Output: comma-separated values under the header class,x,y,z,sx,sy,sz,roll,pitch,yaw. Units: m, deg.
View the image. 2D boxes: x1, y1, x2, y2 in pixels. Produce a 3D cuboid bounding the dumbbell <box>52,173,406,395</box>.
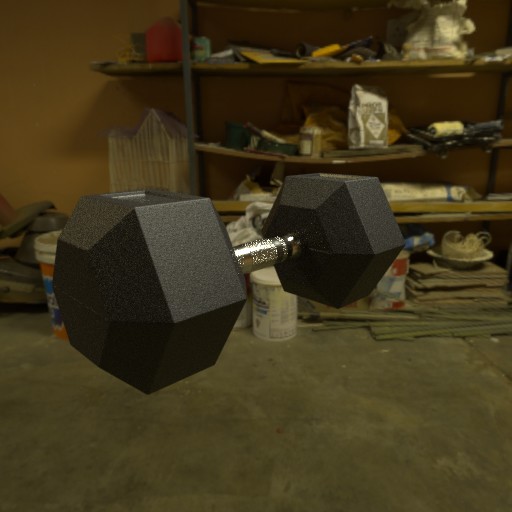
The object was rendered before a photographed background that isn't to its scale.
class,x,y,z,sx,sy,sz,roll,pitch,yaw
dumbbell,0.000,0.000,0.470,0.384,0.150,0.173,-15,21,-42
